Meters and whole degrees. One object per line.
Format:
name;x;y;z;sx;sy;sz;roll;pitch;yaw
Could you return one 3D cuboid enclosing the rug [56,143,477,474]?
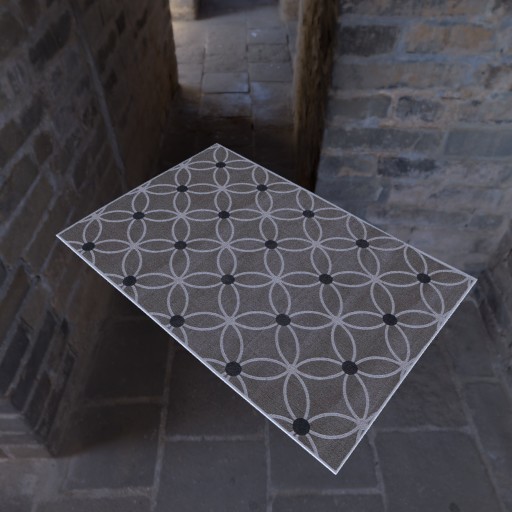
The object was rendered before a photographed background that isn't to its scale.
rug;0.000;0.000;2.851;2.284;0.008;1.522;33;55;27
